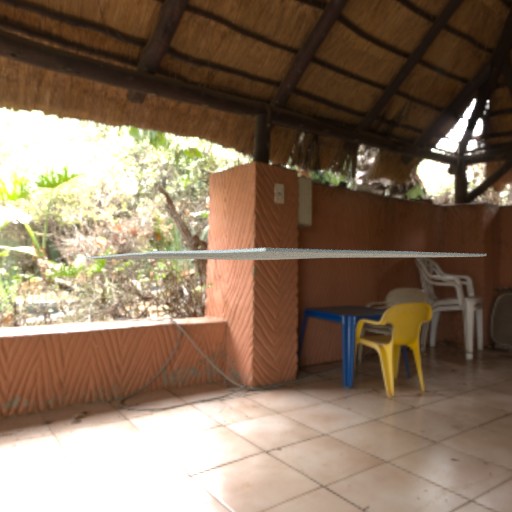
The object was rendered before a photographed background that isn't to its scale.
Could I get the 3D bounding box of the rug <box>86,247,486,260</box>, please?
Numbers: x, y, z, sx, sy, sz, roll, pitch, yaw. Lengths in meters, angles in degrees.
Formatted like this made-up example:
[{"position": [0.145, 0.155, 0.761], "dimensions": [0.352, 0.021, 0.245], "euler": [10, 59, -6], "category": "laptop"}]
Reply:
[{"position": [0.000, 0.000, 2.998], "dimensions": [1.613, 0.030, 2.306], "euler": [1, -1, -36], "category": "rug"}]
